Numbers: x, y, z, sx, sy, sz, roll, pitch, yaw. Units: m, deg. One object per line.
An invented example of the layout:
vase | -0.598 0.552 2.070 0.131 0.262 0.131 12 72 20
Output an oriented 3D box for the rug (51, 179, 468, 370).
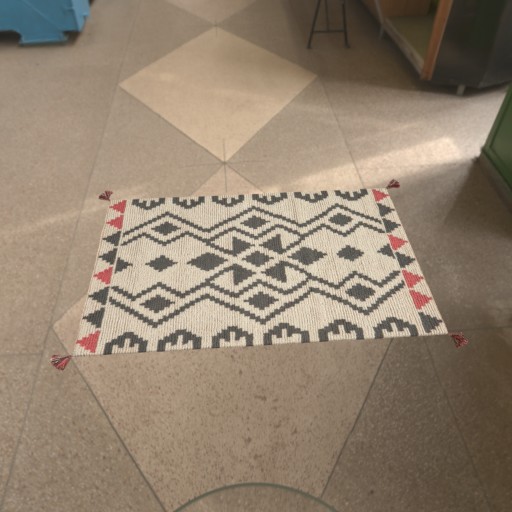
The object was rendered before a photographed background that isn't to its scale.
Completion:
rug | 0.000 0.000 3.360 2.672 0.066 1.741 -3 47 -3
